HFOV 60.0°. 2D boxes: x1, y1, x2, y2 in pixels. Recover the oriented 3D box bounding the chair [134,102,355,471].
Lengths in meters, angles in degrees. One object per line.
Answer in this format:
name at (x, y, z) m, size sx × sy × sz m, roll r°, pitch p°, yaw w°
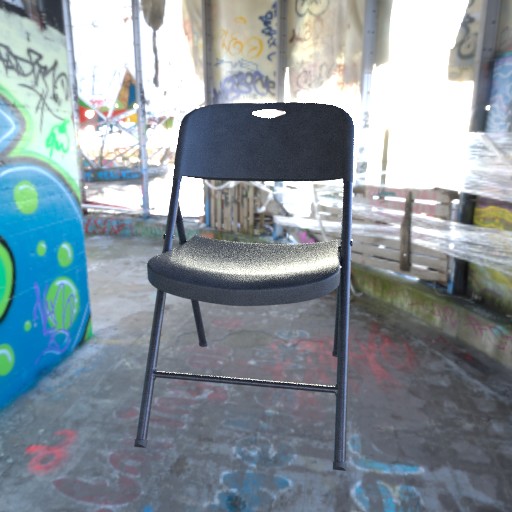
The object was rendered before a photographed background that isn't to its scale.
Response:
chair at (0.000, 0.000, 1.169) m, size 0.494 × 0.810 × 0.567 m, roll 2°, pitch 15°, yaw 9°
